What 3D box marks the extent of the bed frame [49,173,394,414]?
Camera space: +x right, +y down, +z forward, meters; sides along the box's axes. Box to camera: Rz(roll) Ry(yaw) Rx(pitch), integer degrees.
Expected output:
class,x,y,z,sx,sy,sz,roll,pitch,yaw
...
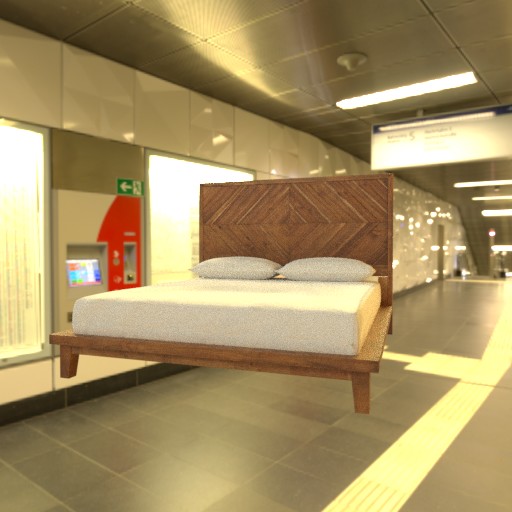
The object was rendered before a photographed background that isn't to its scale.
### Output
class,x,y,z,sx,sy,sz,roll,pitch,yaw
bed frame,0.000,0.000,3.551,2.038,1.537,2.235,0,1,19
